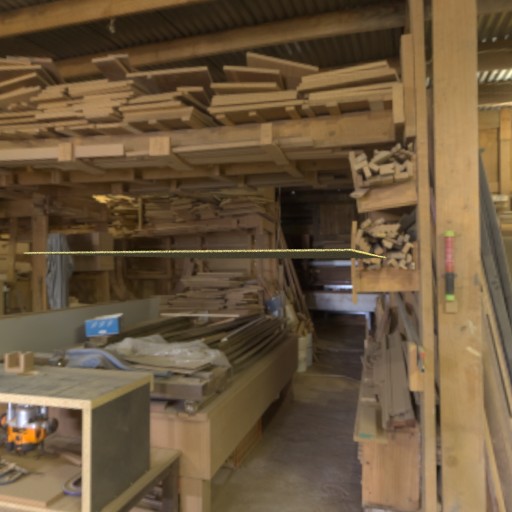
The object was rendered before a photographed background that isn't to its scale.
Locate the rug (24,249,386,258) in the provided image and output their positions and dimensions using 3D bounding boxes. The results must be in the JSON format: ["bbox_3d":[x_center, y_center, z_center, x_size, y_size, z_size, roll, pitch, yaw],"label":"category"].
[{"bbox_3d":[0.000,0.000,2.915,1.529,0.007,2.297,0,-1,19],"label":"rug"}]
